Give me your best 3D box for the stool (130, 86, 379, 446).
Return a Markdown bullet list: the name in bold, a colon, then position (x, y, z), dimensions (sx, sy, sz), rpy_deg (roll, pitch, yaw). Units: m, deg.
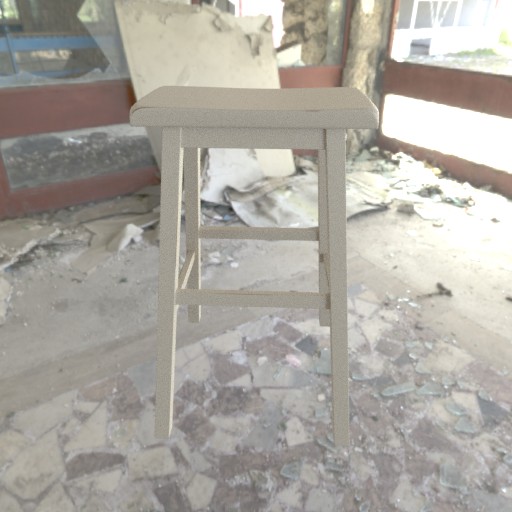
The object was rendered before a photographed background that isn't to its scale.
- **stool**: position (0.000, 0.000, 1.066), dimensions (0.457, 0.737, 0.476), rpy_deg (1, 29, 2)
